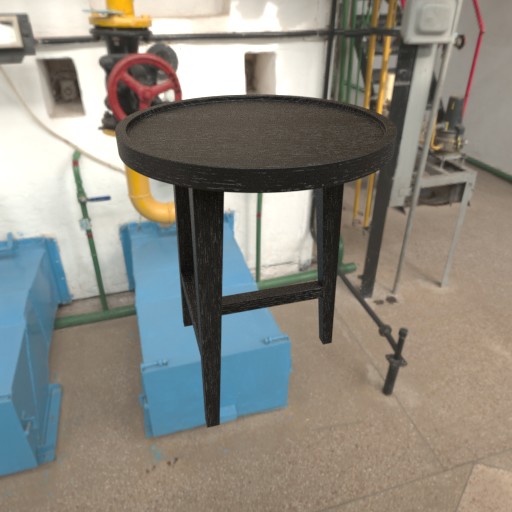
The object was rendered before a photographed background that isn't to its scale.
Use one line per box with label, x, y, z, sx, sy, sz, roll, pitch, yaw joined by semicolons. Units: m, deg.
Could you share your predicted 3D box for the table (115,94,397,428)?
table;0.000;0.000;0.768;0.399;0.460;0.399;0;31;0
